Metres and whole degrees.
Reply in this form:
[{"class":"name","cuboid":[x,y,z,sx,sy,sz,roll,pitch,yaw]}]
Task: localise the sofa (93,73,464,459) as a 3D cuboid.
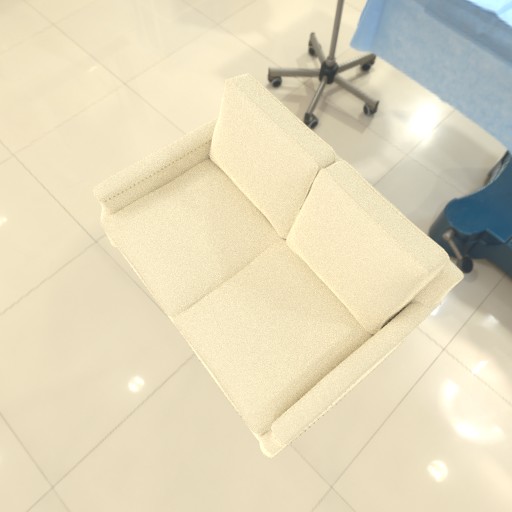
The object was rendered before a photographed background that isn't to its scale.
[{"class":"sofa","cuboid":[0.000,0.000,2.290,1.084,1.003,1.597,-35,69,-16]}]
